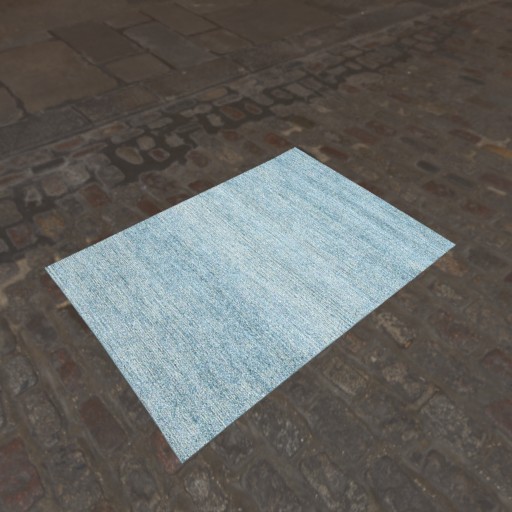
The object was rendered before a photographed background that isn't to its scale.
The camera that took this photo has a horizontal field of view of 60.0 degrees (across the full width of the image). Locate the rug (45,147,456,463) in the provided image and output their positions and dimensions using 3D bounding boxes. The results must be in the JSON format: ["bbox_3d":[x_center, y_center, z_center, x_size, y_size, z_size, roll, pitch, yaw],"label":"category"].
[{"bbox_3d":[0.000,0.000,2.972,2.260,0.026,1.611,-31,53,-27],"label":"rug"}]
